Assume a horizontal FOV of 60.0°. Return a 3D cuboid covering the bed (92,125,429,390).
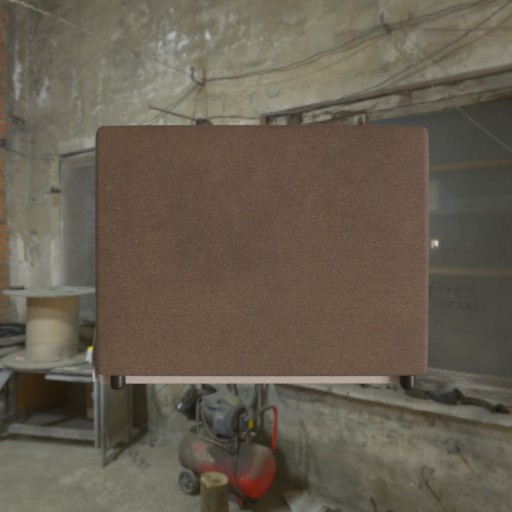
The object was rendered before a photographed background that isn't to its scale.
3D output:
[{"bbox_3d":[0.000,0.000,3.232,1.723,1.330,2.142,0,1,0],"label":"bed"}]
